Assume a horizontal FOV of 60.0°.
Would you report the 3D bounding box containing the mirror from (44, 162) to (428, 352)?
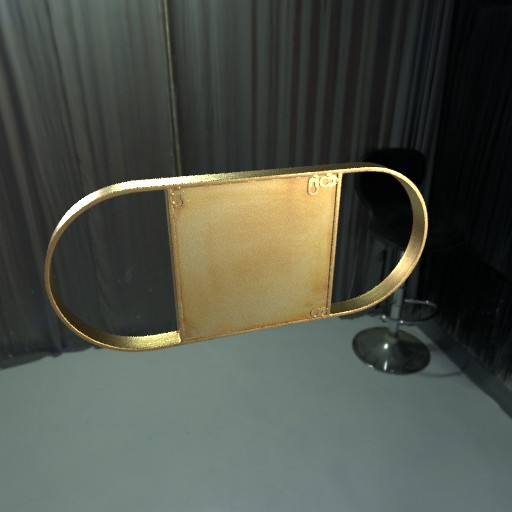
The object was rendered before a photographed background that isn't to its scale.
[{"bbox_3d":[0.000,0.000,0.669,0.584,0.254,0.032,-8,27,-16],"label":"mirror"}]
